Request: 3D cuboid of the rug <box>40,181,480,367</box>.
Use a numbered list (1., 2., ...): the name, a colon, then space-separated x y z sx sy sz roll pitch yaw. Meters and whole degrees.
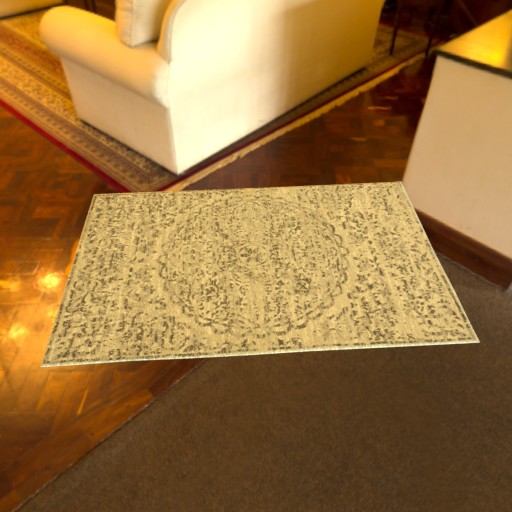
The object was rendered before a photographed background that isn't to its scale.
1. rug: 0.000 0.000 2.992 2.447 0.021 1.527 -3 45 -3
